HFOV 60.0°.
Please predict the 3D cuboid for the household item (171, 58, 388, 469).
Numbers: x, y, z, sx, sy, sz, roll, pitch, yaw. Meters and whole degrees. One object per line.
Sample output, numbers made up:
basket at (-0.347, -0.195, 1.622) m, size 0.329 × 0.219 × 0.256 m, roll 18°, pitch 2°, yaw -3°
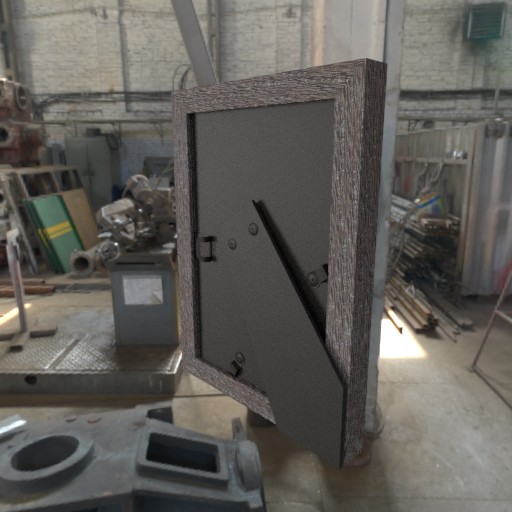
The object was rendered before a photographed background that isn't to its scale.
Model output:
household item at (0.000, 0.000, 0.240) m, size 0.020 × 0.180 × 0.133 m, roll -13°, pitch 18°, yaw -43°
